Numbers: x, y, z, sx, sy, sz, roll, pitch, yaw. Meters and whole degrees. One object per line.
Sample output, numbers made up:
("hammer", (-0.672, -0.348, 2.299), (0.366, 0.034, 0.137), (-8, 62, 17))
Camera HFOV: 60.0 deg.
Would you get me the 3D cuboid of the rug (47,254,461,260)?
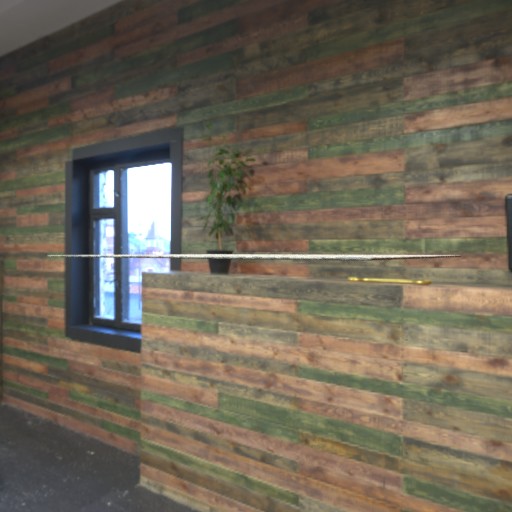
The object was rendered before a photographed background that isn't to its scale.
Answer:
("rug", (0.000, 0.000, 3.001), (2.261, 0.013, 1.676), (0, 1, 35))
